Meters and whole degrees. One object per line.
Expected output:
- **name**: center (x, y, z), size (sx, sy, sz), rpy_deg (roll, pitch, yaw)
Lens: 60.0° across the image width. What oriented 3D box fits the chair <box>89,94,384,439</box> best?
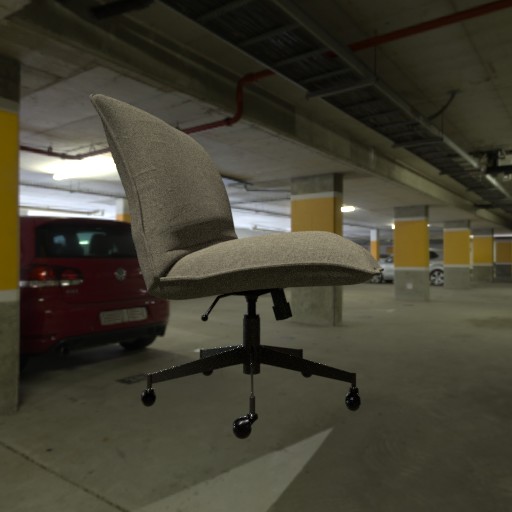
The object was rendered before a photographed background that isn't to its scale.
- **chair**: center (0.000, 0.000, 1.255), size (0.696, 0.811, 0.597), rpy_deg (0, -1, 18)
